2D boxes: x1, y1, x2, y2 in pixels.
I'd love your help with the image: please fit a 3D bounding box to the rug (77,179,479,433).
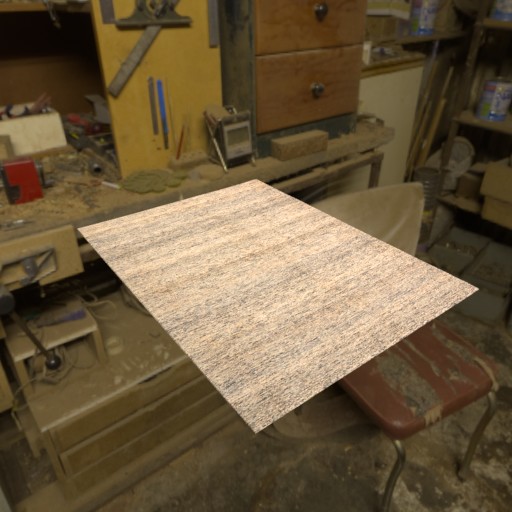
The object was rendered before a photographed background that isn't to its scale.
[{"bbox_3d":[0.000,0.000,4.300,2.414,0.036,3.199,-21,37,-31],"label":"rug"}]
